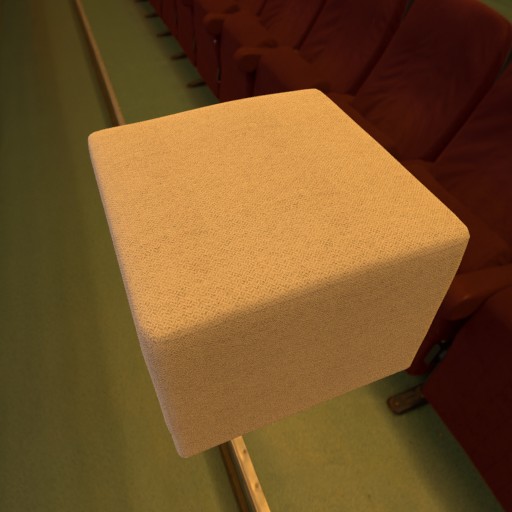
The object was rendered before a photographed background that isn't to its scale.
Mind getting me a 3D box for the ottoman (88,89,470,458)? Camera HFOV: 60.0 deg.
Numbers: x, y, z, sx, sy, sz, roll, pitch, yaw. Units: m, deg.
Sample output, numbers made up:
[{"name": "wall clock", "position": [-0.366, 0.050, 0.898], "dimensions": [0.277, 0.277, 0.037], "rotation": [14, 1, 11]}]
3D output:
[{"name": "ottoman", "position": [0.000, 0.000, 0.894], "dimensions": [0.512, 0.453, 0.521], "rotation": [-17, 49, -15]}]
